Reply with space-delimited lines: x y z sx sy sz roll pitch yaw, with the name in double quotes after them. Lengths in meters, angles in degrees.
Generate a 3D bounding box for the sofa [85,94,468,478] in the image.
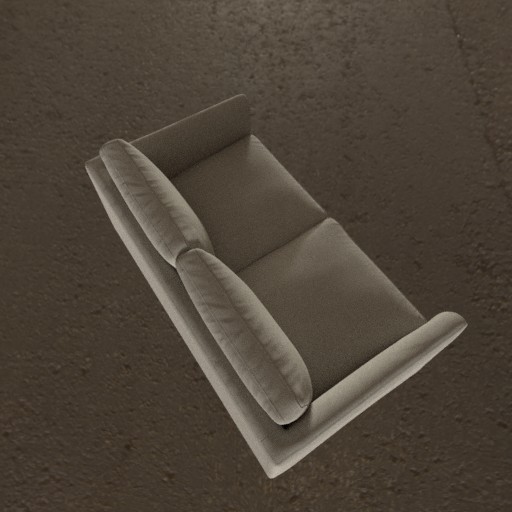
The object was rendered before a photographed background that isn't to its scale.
0.000 0.000 2.450 1.091 0.839 1.905 -30 64 -17 "sofa"
